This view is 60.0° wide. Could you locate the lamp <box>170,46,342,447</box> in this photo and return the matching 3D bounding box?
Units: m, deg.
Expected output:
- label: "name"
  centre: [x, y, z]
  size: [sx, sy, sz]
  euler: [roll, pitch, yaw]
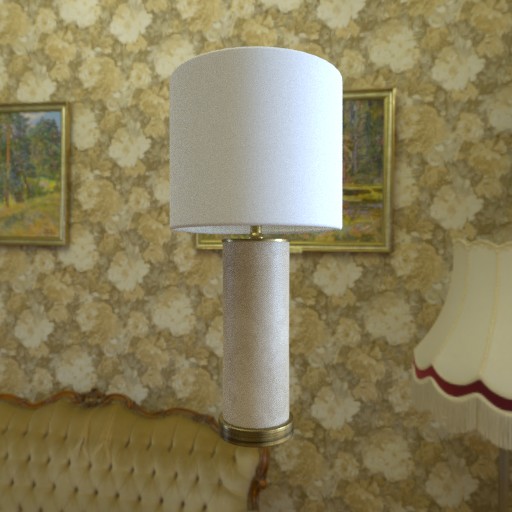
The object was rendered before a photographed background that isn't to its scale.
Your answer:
- label: "lamp"
  centre: [0.000, 0.000, 0.799]
  size: [0.305, 0.634, 0.305]
  euler: [0, 0, -37]
